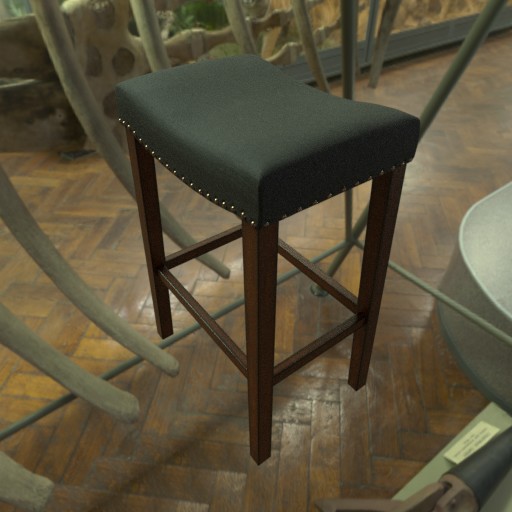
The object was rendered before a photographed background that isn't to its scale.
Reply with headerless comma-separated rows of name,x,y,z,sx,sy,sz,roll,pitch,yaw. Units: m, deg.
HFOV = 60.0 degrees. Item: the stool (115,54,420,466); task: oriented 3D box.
stool,0.000,0.000,1.028,0.366,0.760,0.502,-26,46,-28
